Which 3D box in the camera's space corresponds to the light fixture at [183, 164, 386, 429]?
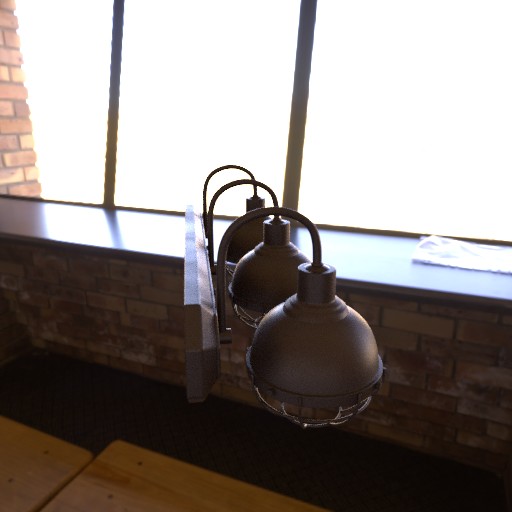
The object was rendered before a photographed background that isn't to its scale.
[{"bbox_3d":[0.000,0.000,0.731,0.229,0.254,0.634,-2,17,-8],"label":"light fixture"}]
